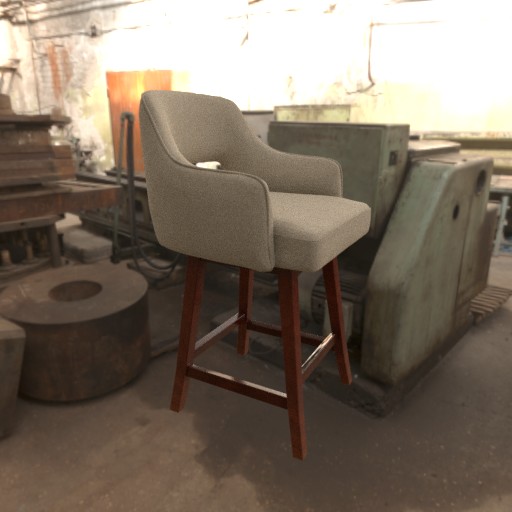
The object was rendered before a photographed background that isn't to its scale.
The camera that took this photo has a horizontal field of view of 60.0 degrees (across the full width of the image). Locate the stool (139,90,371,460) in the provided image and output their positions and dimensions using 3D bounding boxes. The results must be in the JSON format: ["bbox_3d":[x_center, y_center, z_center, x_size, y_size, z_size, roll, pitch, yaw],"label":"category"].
[{"bbox_3d":[0.000,0.000,1.316,0.560,0.936,0.550,9,19,28],"label":"stool"}]
